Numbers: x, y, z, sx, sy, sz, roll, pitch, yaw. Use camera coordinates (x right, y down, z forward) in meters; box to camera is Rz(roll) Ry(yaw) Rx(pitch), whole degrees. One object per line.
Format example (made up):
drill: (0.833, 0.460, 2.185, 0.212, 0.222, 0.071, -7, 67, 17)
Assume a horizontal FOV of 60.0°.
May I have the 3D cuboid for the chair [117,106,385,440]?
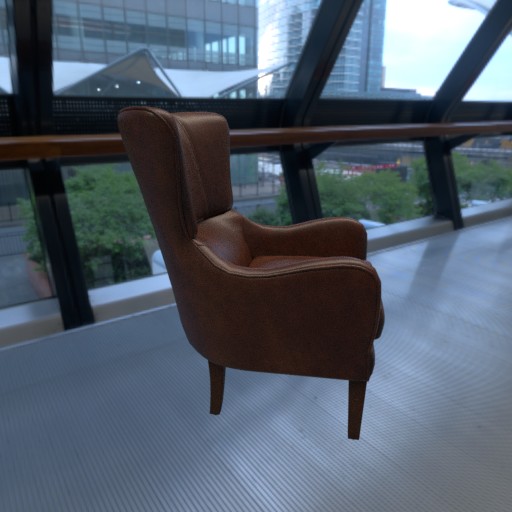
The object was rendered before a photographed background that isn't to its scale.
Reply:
chair: (0.000, 0.000, 1.664, 0.914, 1.048, 0.692, 3, 17, 9)
